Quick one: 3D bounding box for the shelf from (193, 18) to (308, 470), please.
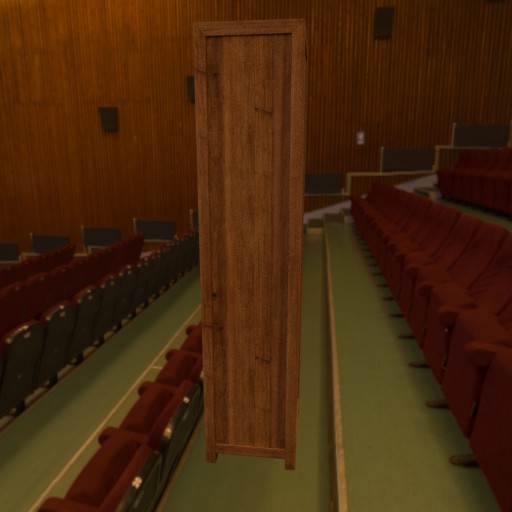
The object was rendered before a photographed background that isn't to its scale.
[{"bbox_3d":[0.000,0.000,2.093,0.428,1.900,0.500,2,13,7],"label":"shelf"}]
